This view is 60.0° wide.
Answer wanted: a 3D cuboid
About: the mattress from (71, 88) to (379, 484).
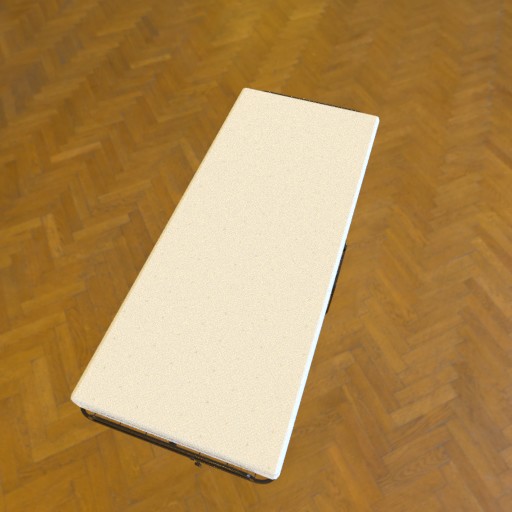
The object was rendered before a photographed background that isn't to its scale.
[{"bbox_3d":[0.000,0.000,2.443,0.922,0.519,2.153,16,59,10],"label":"mattress"}]
